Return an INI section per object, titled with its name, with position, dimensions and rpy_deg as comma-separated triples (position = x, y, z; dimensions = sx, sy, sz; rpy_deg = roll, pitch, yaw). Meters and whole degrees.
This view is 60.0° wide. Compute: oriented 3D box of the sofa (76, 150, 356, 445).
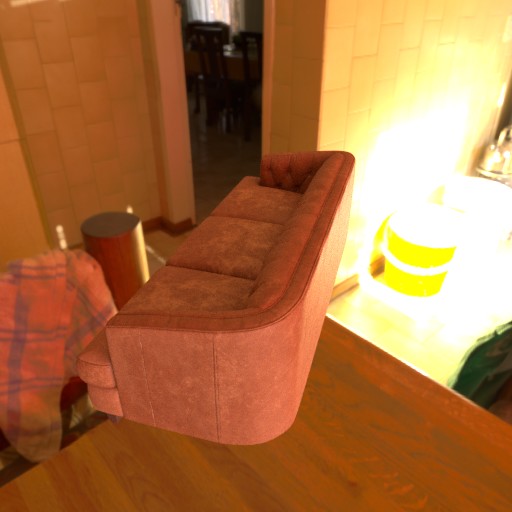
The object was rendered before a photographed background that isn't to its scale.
[sofa]
position = 0.000, 0.000, 2.675
dimensions = 0.922, 0.791, 2.257
rpy_deg = 9, 32, 15
